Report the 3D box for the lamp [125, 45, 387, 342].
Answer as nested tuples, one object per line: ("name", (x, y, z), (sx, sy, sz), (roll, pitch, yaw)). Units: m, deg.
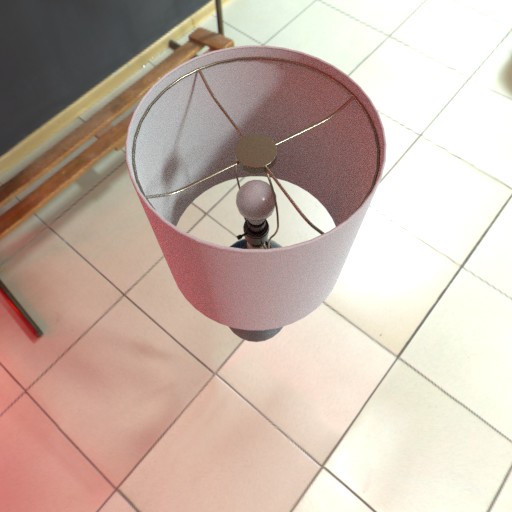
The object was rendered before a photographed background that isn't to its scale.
("lamp", (0.000, 0.000, 0.590), (0.220, 0.475, 0.220), (-16, 65, -7))
